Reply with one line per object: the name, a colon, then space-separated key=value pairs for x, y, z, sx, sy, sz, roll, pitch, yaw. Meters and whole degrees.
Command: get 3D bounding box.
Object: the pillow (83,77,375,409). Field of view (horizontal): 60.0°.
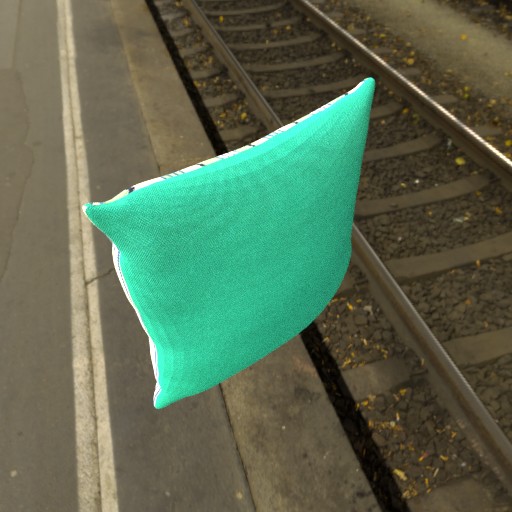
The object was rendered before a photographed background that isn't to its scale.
pillow: x=0.000 y=0.000 z=0.678 sx=0.440 sy=0.441 sz=0.182 roll=-30 pitch=53 yaw=-26
